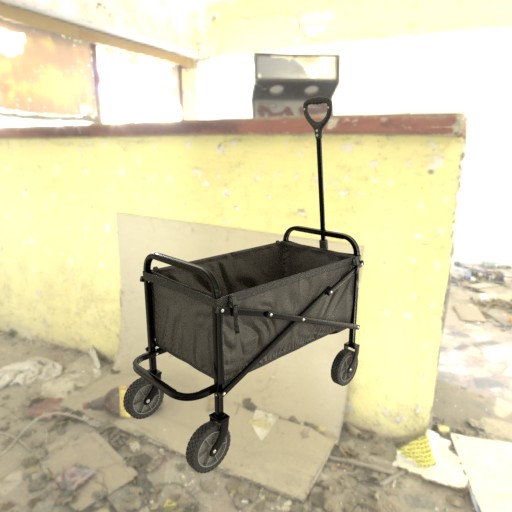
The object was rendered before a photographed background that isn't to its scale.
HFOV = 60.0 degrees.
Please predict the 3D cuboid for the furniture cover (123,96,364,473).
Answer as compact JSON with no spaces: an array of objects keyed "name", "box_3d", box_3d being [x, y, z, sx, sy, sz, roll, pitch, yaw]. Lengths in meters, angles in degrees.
[{"name":"furniture cover","box_3d":[0.000,0.000,1.833,1.038,1.295,0.532,-13,19,-43]}]
